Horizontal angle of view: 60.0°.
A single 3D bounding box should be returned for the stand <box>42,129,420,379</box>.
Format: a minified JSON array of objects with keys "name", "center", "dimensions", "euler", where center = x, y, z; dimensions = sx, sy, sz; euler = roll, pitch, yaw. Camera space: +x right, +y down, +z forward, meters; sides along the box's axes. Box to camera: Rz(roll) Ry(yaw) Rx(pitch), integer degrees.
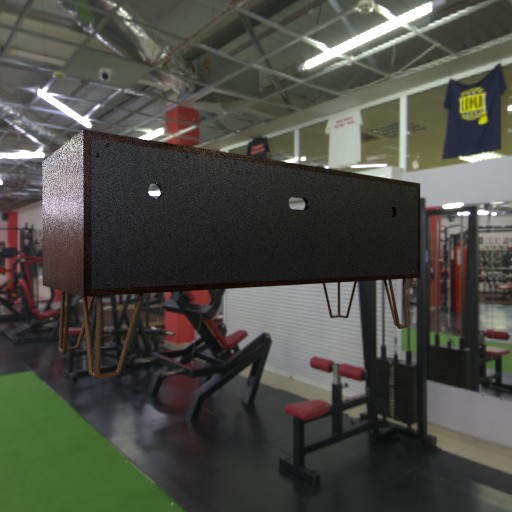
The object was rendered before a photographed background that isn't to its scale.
[{"name":"stand","center":[0.000,0.000,1.654],"dimensions":[1.372,0.610,0.481],"euler":[0,0,-36]}]
